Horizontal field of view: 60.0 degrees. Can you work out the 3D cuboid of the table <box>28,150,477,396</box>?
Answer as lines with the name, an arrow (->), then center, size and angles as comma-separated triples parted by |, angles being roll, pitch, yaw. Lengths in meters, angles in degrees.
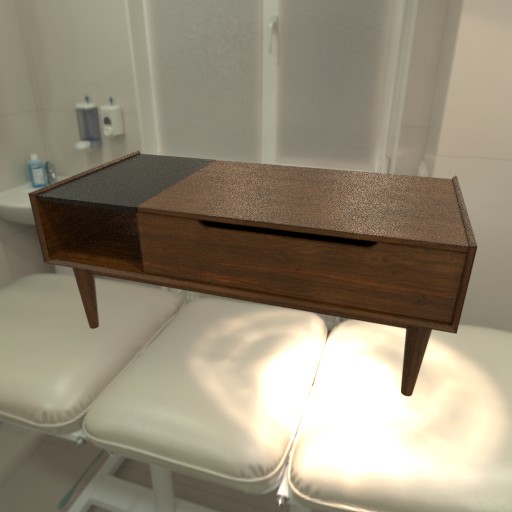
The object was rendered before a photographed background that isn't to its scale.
table -> 0.000, 0.000, 1.513 | 1.221, 0.508, 0.610 | 8, 27, 16
